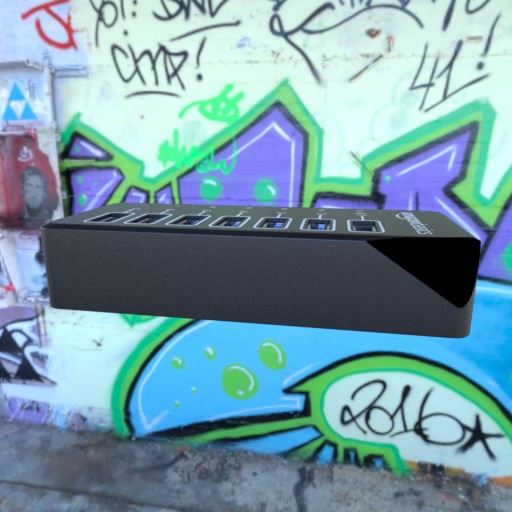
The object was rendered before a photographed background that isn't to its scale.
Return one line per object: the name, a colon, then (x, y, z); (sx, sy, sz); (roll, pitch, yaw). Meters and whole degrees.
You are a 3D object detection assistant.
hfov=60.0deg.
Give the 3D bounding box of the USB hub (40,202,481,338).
USB hub: (0.000, 0.000, 0.129); (0.110, 0.023, 0.044); (3, 15, 10)
